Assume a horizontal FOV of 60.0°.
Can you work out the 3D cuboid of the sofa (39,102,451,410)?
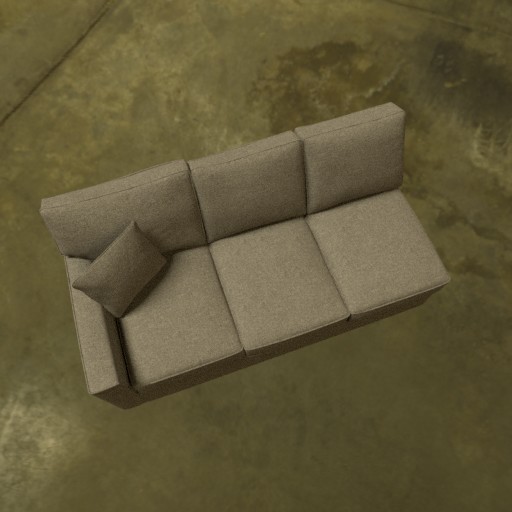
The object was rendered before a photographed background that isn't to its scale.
[{"bbox_3d":[0.000,0.000,2.501,1.963,0.946,1.034,-18,65,-8],"label":"sofa"}]
